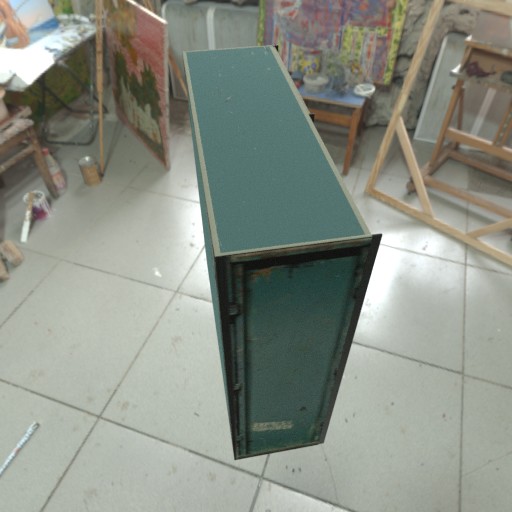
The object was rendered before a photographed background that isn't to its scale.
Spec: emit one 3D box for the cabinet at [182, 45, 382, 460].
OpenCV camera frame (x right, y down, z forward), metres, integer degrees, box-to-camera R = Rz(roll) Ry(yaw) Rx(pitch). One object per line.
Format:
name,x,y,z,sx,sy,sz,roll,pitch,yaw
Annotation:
cabinet,0.000,0.000,3.203,0.680,2.160,2.000,-7,46,-7
